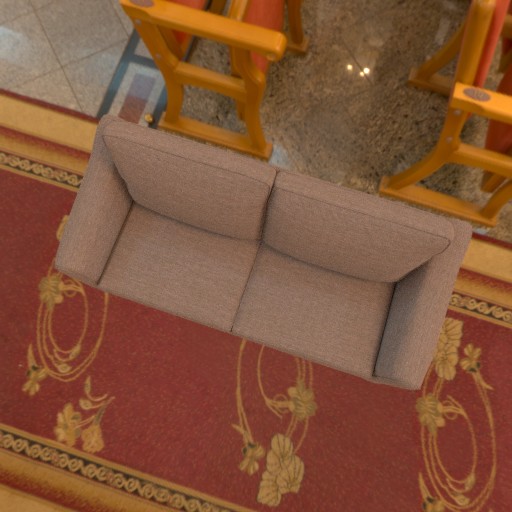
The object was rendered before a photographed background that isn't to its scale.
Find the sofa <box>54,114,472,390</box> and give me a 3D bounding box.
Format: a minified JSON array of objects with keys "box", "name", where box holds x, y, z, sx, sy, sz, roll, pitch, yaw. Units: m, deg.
[{"box":[0.000,0.000,2.719,2.270,0.965,0.980,18,76,4],"name":"sofa"}]
